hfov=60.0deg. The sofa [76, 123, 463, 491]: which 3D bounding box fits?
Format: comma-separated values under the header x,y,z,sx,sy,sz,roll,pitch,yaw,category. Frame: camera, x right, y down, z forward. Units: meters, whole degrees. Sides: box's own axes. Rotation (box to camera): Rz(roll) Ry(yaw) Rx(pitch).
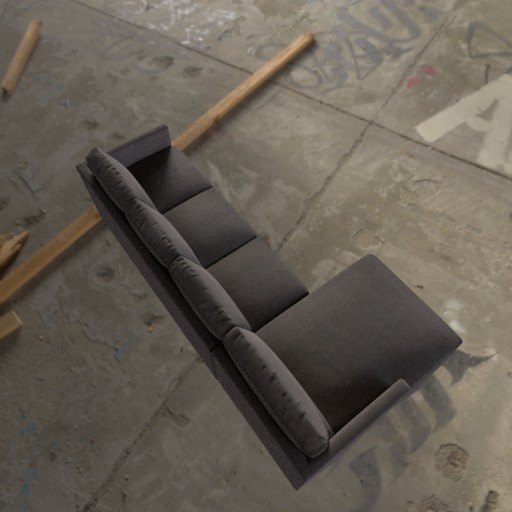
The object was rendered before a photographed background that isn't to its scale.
x,y,z,sx,sy,sz,roll,pitch,yaw,category
0.000,0.000,3.769,1.650,0.922,3.205,-33,64,-19,sofa
